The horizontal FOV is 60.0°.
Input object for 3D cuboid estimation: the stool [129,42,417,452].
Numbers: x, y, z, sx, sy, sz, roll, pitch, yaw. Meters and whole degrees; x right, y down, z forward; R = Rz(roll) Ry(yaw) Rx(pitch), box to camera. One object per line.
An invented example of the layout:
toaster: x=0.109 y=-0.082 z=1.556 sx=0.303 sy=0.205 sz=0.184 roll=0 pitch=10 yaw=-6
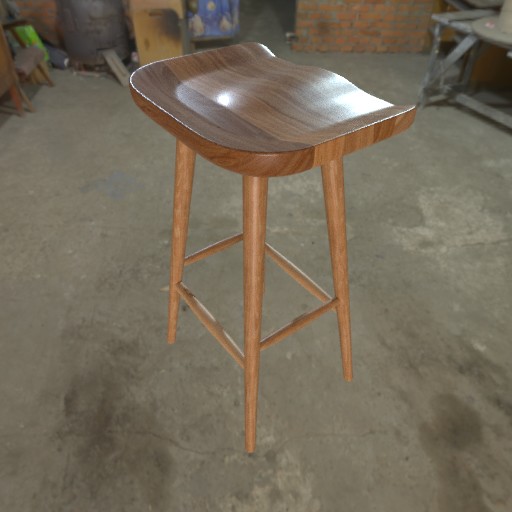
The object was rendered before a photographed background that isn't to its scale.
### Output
stool: x=0.000 y=0.000 z=0.918 sx=0.322 sy=0.698 sz=0.407 roll=-26 pitch=47 yaw=-27
